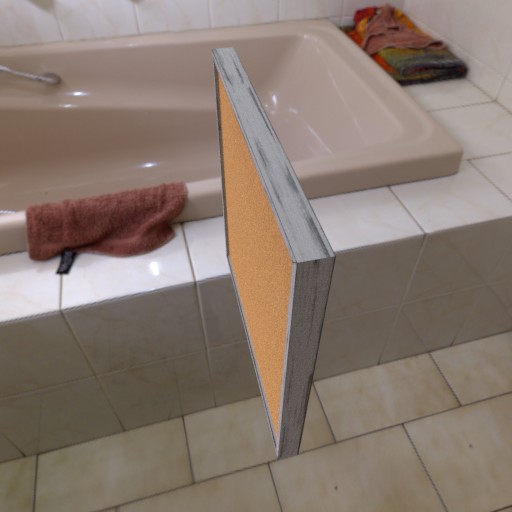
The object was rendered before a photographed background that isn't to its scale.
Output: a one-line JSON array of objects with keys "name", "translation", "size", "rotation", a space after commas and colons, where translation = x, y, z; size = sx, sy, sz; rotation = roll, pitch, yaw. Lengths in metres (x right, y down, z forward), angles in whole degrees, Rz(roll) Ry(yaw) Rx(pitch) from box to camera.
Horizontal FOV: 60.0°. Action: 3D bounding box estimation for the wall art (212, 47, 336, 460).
[{"name": "wall art", "translation": [0.000, 0.000, 0.764], "size": [0.038, 0.506, 0.506], "rotation": [-9, 47, -9]}]
